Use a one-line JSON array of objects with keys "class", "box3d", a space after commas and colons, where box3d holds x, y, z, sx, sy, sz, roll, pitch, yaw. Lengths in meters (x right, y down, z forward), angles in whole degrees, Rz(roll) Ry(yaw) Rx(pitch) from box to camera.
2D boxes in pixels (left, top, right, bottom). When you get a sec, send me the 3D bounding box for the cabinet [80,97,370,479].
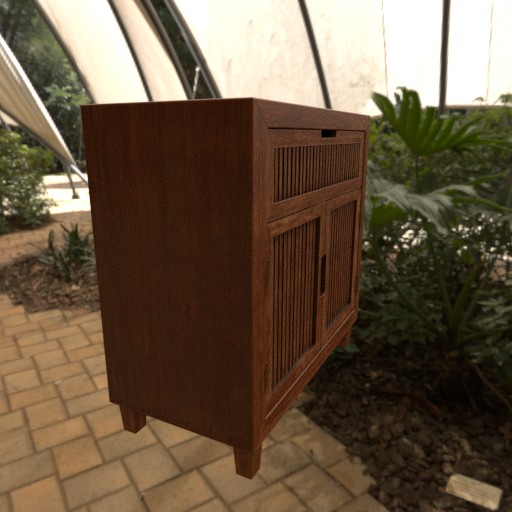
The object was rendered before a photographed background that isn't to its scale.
[{"class": "cabinet", "box3d": [0.000, 0.000, 1.262, 0.412, 0.785, 0.796, 8, 17, 27]}]
